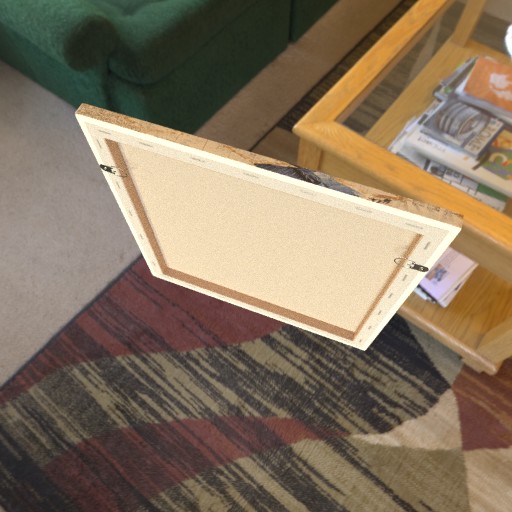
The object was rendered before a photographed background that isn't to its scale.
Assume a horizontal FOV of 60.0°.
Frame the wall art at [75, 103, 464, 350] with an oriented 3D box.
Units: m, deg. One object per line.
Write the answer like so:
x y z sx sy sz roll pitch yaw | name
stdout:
0.000 0.000 1.388 0.912 0.914 0.039 18 64 9 | wall art
